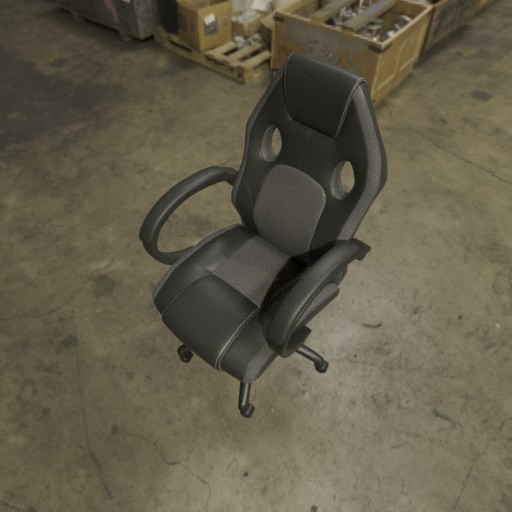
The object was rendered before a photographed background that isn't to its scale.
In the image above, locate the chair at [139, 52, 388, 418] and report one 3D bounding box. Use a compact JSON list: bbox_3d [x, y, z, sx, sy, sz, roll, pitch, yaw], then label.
[{"bbox_3d":[0.000,0.000,1.602,0.673,1.187,0.724,34,56,26],"label":"chair"}]
